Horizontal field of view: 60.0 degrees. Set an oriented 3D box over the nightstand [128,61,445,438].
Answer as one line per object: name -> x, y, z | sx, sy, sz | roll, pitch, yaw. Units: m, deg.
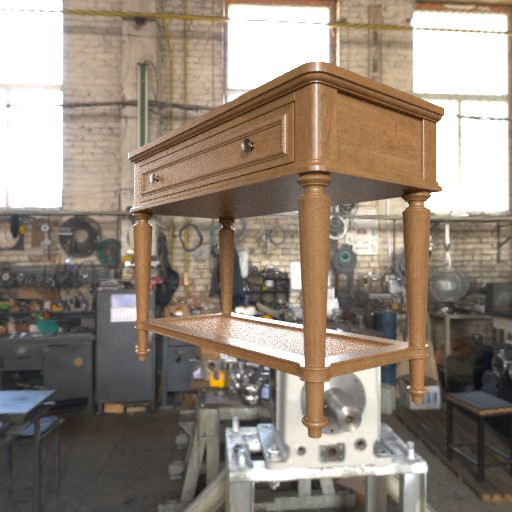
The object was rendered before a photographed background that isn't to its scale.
nightstand -> 0.000, 0.000, 1.284 | 0.432, 0.700, 0.914 | 1, -1, -37
